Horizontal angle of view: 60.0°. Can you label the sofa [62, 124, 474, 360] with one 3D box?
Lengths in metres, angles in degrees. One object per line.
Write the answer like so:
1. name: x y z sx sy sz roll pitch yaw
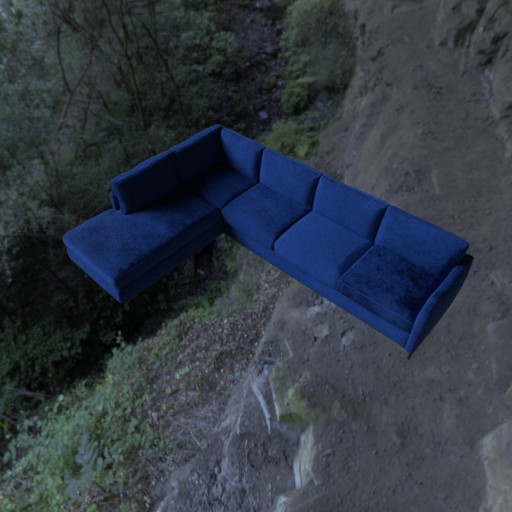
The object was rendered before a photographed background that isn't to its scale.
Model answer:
1. sofa: 0.000 0.000 3.813 2.949 0.815 2.007 32 54 28
